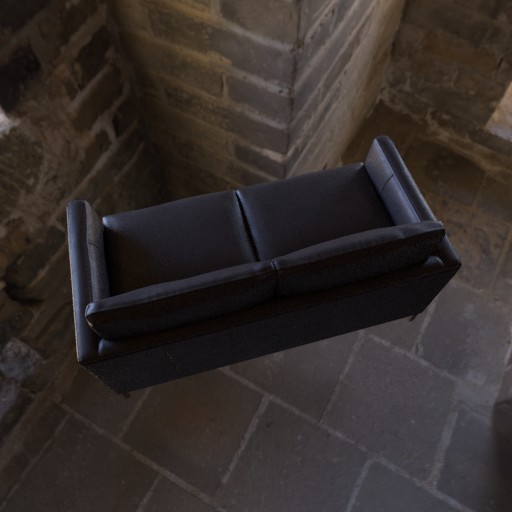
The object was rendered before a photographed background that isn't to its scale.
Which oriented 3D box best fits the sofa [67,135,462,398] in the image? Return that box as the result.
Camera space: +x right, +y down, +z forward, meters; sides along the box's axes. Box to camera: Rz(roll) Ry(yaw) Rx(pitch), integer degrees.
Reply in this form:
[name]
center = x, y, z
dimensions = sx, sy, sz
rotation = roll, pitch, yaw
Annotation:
[sofa]
center = 0.000, 0.000, 2.343
dimensions = 1.805, 0.883, 0.947
rotation = -15, 61, -9
